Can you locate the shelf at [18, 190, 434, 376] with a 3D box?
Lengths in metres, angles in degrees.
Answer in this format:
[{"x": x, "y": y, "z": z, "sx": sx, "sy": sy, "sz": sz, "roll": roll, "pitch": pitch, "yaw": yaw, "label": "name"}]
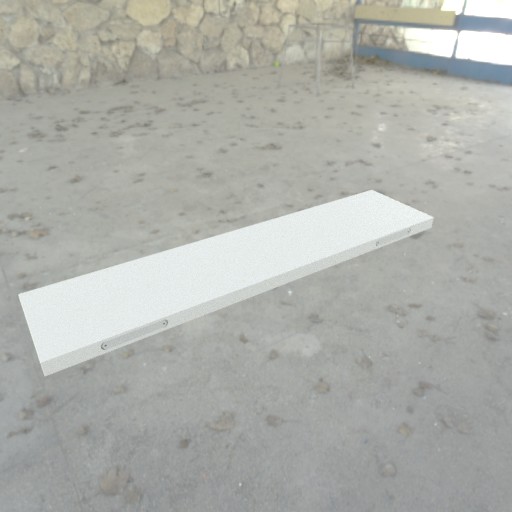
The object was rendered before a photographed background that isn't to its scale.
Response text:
[{"x": 0.000, "y": 0.000, "z": 0.644, "sx": 0.610, "sy": 0.020, "sz": 0.140, "roll": -19, "pitch": 36, "yaw": -28, "label": "shelf"}]
